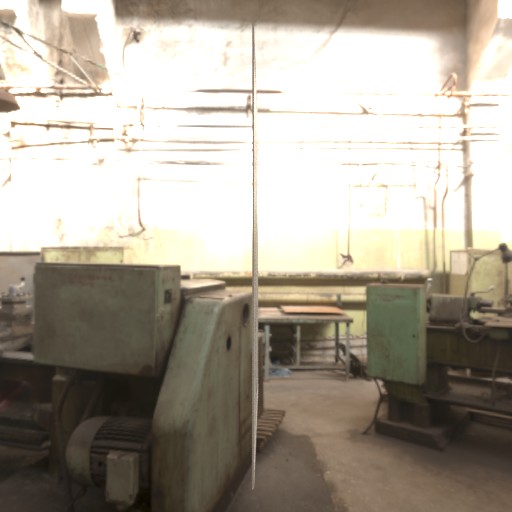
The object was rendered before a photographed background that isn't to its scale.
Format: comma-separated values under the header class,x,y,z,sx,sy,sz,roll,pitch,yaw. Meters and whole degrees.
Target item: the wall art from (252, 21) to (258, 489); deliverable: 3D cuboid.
class,x,y,z,sx,sy,sz,roll,pitch,yaw
wall art,0.000,0.000,0.805,0.003,0.610,0.457,0,-1,1
